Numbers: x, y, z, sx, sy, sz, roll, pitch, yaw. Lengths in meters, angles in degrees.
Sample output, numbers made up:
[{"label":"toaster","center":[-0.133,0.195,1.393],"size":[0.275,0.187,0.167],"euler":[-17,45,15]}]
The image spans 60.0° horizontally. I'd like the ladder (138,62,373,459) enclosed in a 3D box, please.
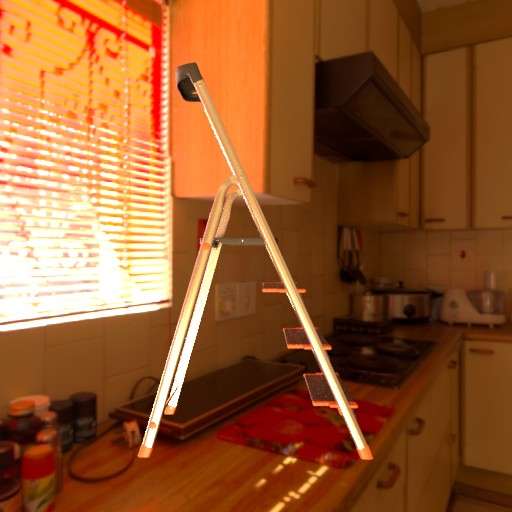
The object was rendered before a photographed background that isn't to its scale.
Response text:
[{"label":"ladder","center":[0.000,0.000,1.787],"size":[0.834,1.429,0.452],"euler":[0,0,1]}]
